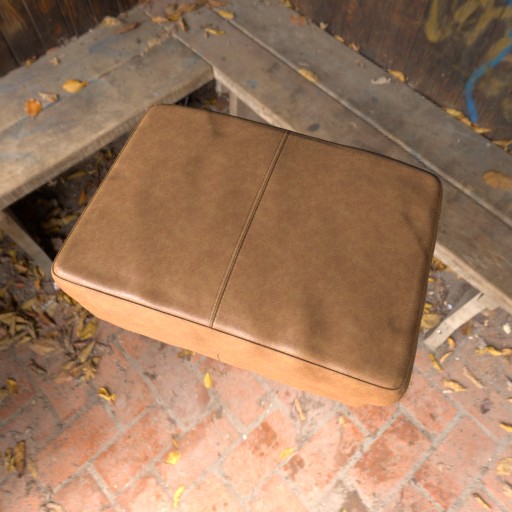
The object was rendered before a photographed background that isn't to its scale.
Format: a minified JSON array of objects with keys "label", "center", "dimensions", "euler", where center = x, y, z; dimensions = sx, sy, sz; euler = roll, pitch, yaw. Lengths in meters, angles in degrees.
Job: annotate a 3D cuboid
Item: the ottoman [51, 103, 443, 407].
[{"label":"ottoman","center":[0.000,0.000,1.235],"dimensions":[0.869,0.461,0.630],"euler":[17,64,9]}]
